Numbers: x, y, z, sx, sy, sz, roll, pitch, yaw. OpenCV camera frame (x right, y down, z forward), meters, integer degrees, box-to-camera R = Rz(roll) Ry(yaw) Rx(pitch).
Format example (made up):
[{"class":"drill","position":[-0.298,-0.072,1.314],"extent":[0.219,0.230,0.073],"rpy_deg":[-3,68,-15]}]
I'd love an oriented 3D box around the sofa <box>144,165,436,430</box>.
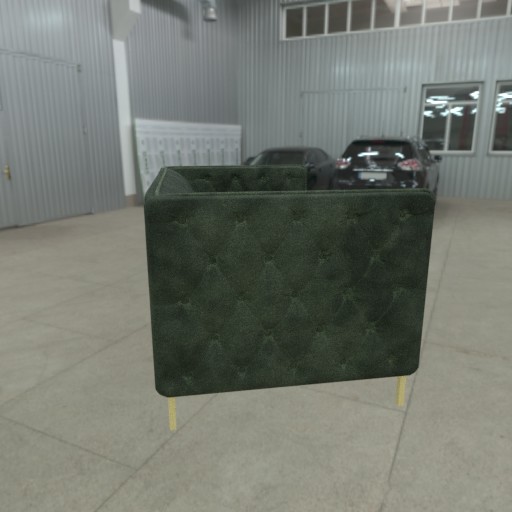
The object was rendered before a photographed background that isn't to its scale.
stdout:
[{"class":"sofa","position":[0.000,0.000,2.086],"extent":[0.895,0.768,1.537],"rpy_deg":[-2,15,-9]}]
